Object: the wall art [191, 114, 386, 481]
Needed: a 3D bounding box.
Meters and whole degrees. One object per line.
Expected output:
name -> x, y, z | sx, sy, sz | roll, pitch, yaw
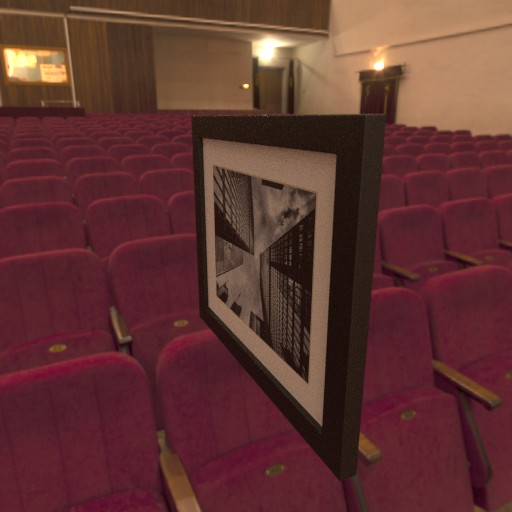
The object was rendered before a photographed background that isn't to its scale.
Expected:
wall art -> 0.000, 0.000, 0.753 | 0.031, 0.457, 0.558 | -8, 19, -25
